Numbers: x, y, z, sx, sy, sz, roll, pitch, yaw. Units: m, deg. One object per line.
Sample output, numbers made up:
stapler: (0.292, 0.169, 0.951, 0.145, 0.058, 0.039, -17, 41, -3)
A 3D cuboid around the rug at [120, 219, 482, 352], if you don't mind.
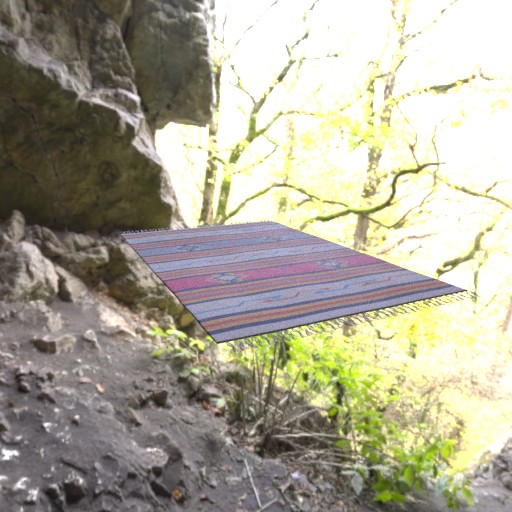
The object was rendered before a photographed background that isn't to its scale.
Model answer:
rug: (0.000, 0.000, 2.286, 1.084, 0.013, 1.849, -7, 17, -25)
